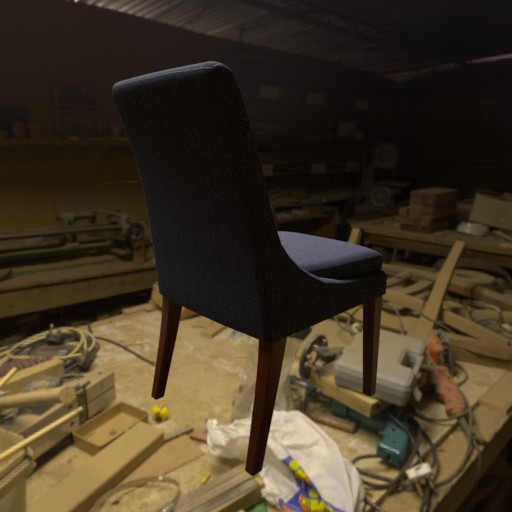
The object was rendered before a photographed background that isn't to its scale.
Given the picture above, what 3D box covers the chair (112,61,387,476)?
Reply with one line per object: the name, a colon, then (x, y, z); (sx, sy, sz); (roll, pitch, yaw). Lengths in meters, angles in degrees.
chair: (0.000, 0.000, 1.310); (0.655, 0.952, 0.508); (-13, 19, -41)
